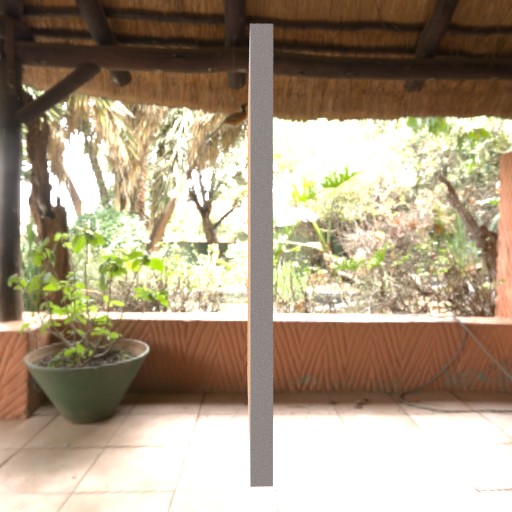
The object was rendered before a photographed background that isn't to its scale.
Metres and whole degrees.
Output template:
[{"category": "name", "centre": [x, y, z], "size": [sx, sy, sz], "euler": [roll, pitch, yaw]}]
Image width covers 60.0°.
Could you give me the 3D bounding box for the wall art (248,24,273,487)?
[{"category": "wall art", "centre": [0.000, 0.000, 1.110], "size": [0.038, 0.762, 0.762], "euler": [0, 0, -1]}]
